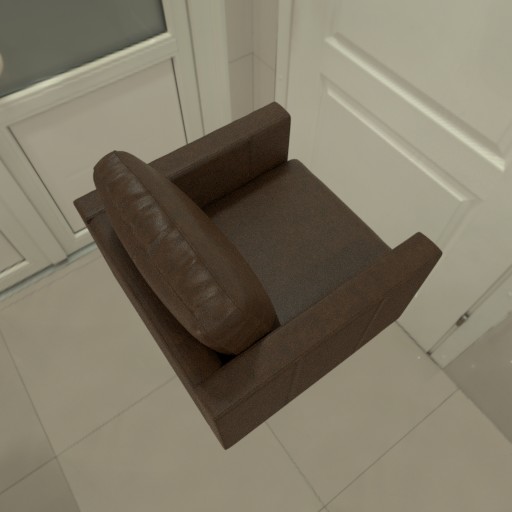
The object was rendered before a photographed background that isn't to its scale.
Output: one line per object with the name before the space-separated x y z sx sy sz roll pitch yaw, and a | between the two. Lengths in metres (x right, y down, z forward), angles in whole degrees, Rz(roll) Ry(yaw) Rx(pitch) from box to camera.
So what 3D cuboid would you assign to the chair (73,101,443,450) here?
chair | 0.000 0.000 1.636 0.909 0.956 0.890 -32 64 -18
